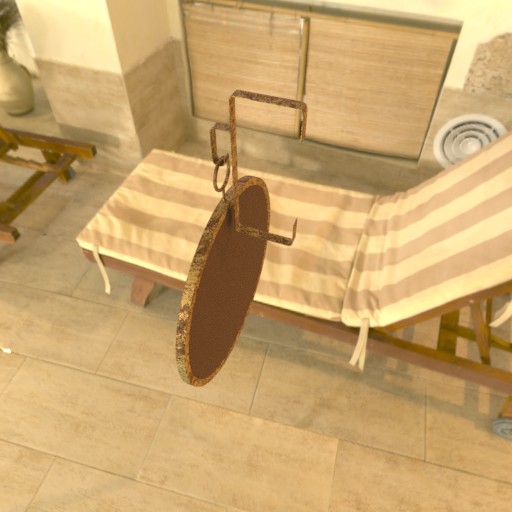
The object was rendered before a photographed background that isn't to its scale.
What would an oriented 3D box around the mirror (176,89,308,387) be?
[{"bbox_3d":[0.000,0.000,0.849,0.144,0.651,0.447,16,50,14],"label":"mirror"}]
